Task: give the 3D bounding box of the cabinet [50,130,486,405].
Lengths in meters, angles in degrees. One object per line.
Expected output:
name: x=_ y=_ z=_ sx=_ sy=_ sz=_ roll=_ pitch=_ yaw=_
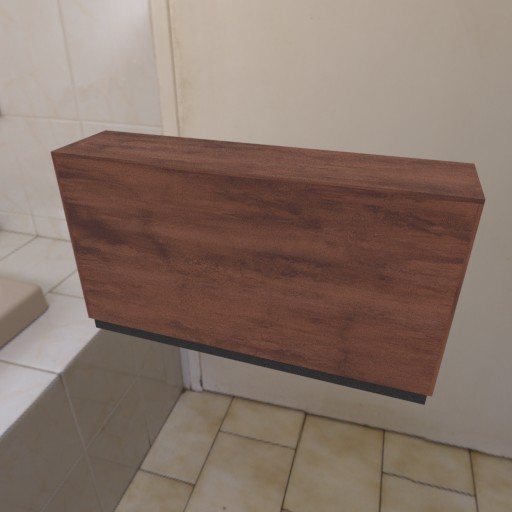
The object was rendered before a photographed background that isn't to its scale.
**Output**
cabinet: x=0.000 y=0.000 z=1.952 sx=1.600 sy=0.900 sz=0.420 roll=9 pitch=31 yaw=16
